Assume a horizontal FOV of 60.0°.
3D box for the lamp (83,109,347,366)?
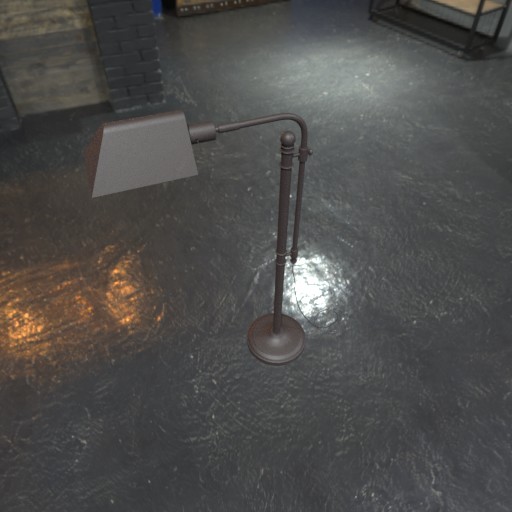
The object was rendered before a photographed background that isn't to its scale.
[{"bbox_3d":[0.000,0.000,0.939,0.545,0.708,0.159,-15,48,-14],"label":"lamp"}]
